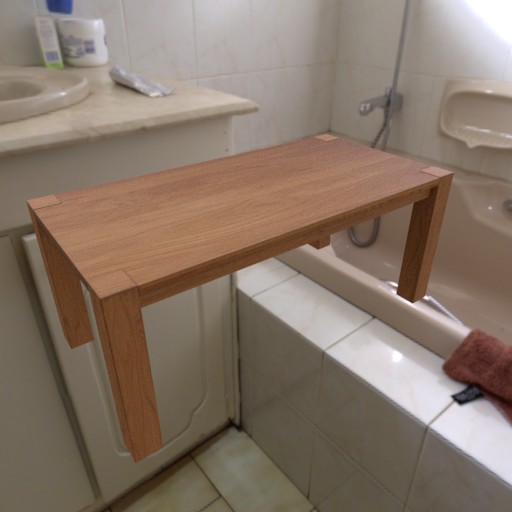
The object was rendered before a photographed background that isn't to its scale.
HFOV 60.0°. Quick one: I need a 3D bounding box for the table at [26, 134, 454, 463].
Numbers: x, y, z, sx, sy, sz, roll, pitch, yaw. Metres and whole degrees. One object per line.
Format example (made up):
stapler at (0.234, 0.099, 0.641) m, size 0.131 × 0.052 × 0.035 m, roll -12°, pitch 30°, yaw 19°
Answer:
table at (0.000, 0.000, 2.253) m, size 1.800 × 0.760 × 0.900 m, roll -21°, pitch 36°, yaw -31°
